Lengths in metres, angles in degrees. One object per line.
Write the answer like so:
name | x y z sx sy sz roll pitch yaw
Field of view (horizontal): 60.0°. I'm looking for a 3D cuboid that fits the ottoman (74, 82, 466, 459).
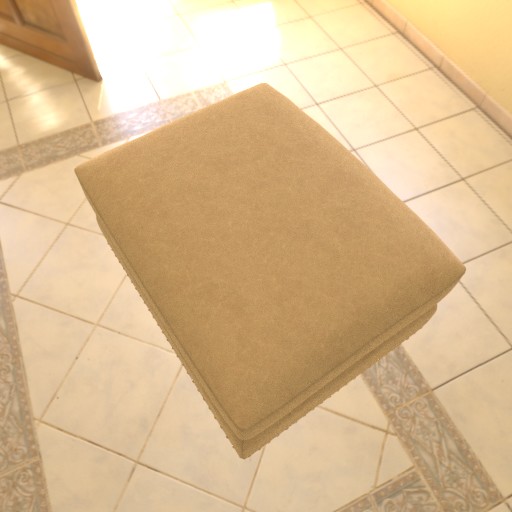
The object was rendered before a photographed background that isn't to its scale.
ottoman | 0.000 0.000 1.134 0.584 0.513 0.741 -30 63 -17
